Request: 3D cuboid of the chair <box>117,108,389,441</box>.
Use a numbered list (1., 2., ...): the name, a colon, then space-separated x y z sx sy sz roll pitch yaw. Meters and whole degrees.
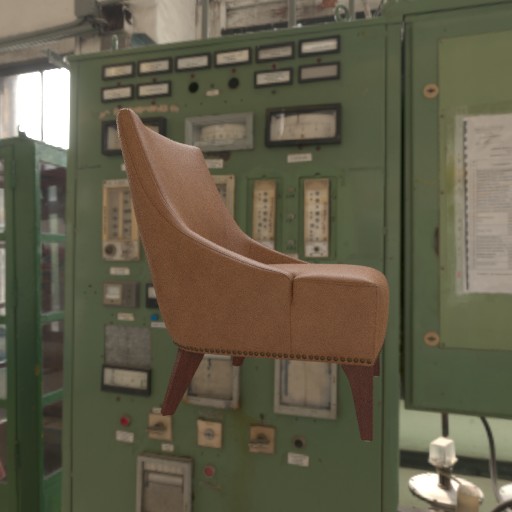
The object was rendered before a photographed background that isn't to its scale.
1. chair: 0.000 0.000 1.497 0.861 0.909 0.701 0 0 17
